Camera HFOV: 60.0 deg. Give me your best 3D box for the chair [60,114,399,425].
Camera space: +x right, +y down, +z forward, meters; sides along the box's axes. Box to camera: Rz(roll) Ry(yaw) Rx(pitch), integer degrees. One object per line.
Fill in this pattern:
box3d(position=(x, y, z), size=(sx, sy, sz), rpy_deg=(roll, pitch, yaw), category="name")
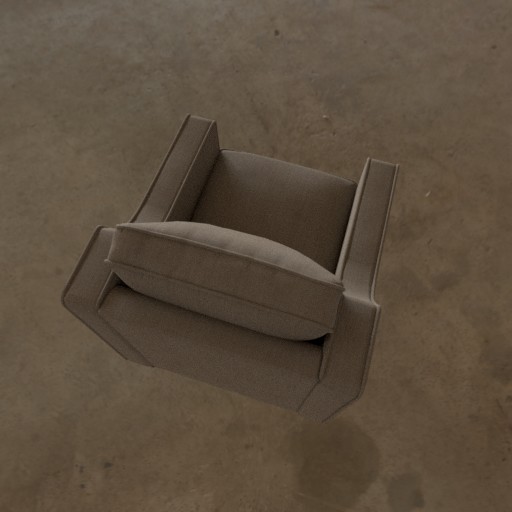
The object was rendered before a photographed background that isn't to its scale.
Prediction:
box3d(position=(0.000, 0.000, 1.627), size=(0.831, 0.960, 0.909), rpy_deg=(16, 64, 8), category="chair")
